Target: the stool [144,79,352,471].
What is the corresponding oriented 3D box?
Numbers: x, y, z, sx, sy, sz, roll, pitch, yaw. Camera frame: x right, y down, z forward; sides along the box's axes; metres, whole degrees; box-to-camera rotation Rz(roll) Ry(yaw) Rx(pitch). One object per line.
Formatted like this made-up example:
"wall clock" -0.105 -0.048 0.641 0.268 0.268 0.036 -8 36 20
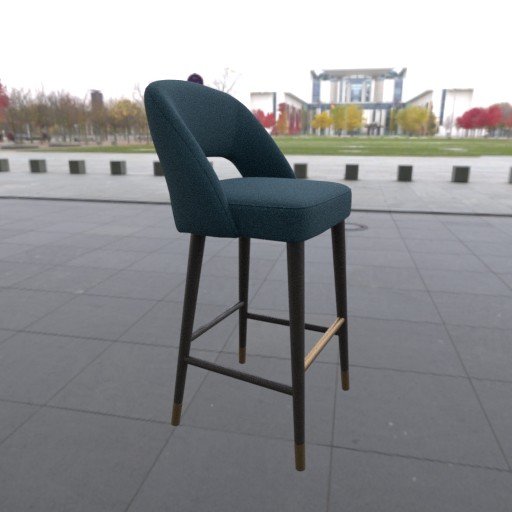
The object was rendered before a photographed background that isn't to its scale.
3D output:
"stool" 0.000 0.000 1.365 0.522 1.032 0.536 8 17 26
